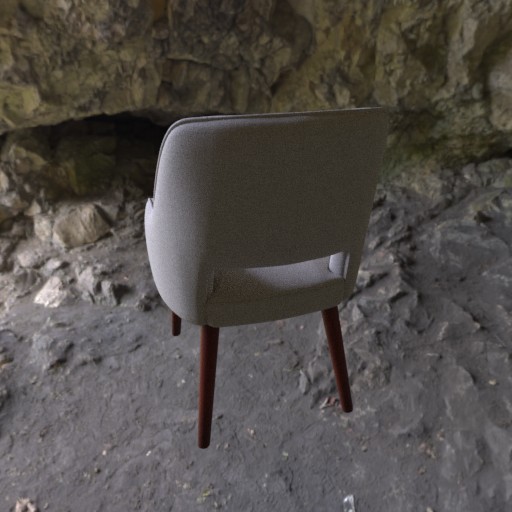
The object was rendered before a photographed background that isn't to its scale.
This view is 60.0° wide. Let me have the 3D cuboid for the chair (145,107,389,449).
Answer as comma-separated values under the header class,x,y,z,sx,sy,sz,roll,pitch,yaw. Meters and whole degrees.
class,x,y,z,sx,sy,sz,roll,pitch,yaw
chair,0.000,0.000,1.204,0.560,0.840,0.580,-8,29,-15
